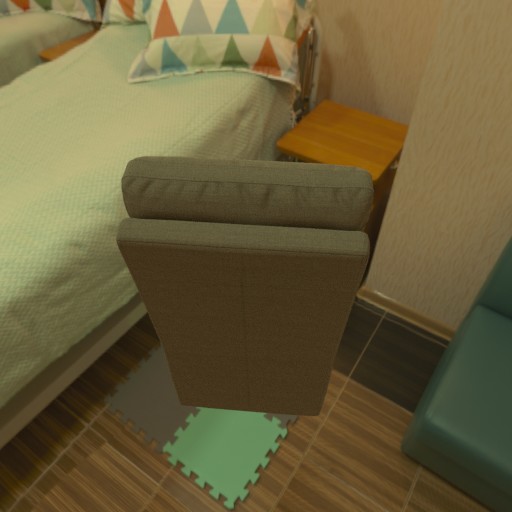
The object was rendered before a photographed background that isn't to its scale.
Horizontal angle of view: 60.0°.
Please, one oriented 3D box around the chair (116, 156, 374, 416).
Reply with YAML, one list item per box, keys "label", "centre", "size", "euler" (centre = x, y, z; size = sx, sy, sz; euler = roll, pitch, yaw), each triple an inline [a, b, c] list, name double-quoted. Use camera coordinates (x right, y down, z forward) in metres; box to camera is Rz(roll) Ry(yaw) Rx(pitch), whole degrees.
- label: "chair"
  centre: [0.000, 0.000, 1.328]
  size: [0.503, 0.927, 0.698]
  euler: [4, 47, 3]
